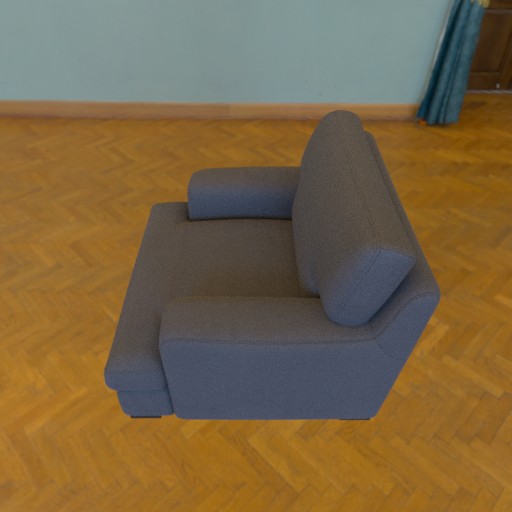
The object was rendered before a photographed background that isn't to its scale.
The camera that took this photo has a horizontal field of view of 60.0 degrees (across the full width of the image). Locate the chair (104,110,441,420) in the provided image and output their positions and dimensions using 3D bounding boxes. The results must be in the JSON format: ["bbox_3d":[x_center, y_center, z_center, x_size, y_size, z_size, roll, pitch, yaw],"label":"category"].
[{"bbox_3d":[0.000,0.000,1.953,1.143,0.940,1.168,0,42,0],"label":"chair"}]
